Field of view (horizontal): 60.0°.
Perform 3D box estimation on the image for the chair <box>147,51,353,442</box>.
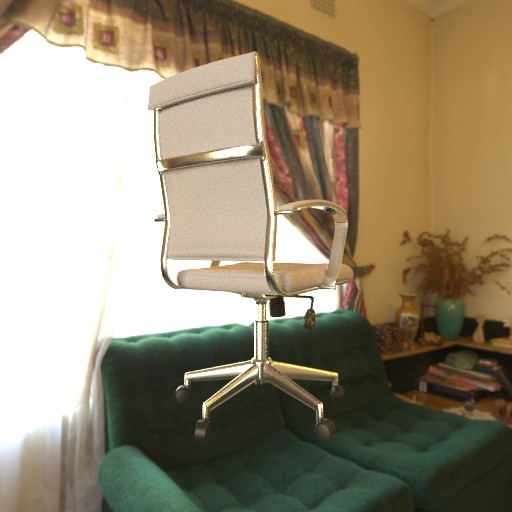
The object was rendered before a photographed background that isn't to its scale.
[{"bbox_3d":[0.000,0.000,1.612,0.679,1.149,0.667,0,1,35],"label":"chair"}]
